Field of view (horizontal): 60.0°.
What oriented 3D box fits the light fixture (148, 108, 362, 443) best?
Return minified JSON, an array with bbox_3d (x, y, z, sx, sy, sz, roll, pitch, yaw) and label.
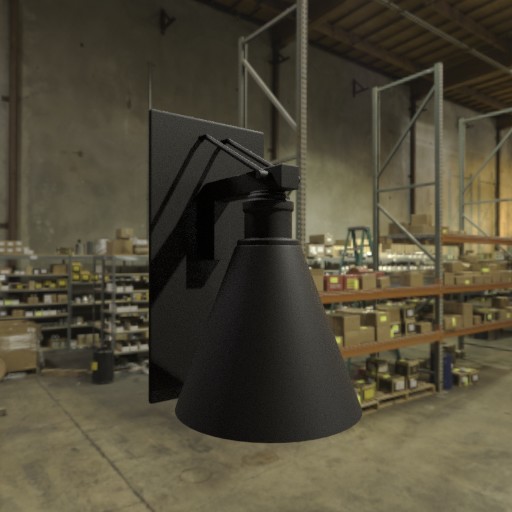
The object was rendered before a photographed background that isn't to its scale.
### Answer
[{"bbox_3d":[0.000,0.000,0.426,0.170,0.298,0.207,0,0,-37],"label":"light fixture"}]
